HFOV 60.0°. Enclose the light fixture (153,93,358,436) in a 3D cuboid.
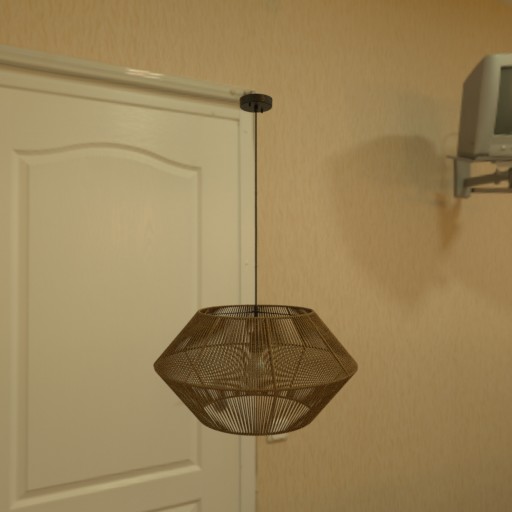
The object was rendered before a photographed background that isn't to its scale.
[{"bbox_3d":[0.000,0.000,1.425,0.643,1.009,0.643,0,-1,0],"label":"light fixture"}]
